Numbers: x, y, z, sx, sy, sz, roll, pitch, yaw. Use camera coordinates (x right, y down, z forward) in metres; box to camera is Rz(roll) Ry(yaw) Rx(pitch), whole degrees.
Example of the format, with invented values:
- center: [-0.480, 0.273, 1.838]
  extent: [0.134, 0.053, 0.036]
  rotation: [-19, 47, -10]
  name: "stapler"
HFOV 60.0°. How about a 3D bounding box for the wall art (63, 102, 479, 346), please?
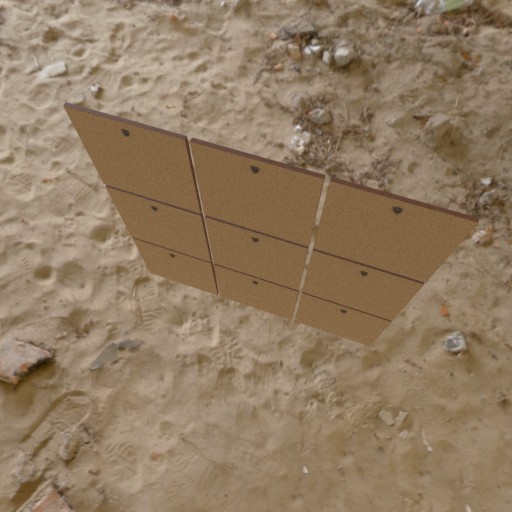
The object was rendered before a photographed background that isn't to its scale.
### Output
- center: [0.000, 0.000, 1.781]
  extent: [1.221, 1.218, 0.024]
  rotation: [18, 65, 9]
  name: "wall art"
